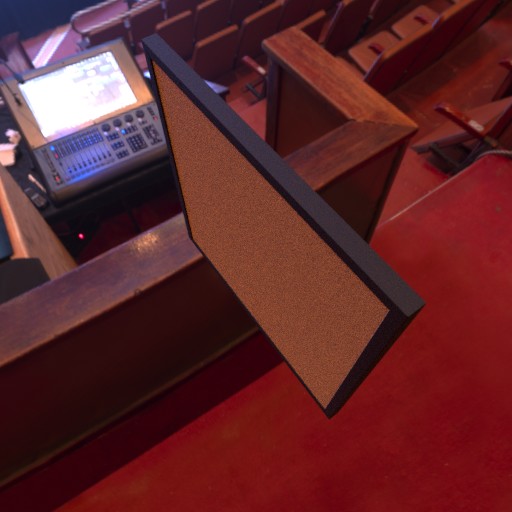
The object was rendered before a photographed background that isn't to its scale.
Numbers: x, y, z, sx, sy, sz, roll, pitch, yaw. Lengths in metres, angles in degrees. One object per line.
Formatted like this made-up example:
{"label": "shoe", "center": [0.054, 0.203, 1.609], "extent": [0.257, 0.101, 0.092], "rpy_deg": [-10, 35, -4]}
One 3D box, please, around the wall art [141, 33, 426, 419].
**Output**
{"label": "wall art", "center": [0.000, 0.000, 1.098], "extent": [0.037, 0.763, 0.763], "rpy_deg": [-32, 65, -17]}
